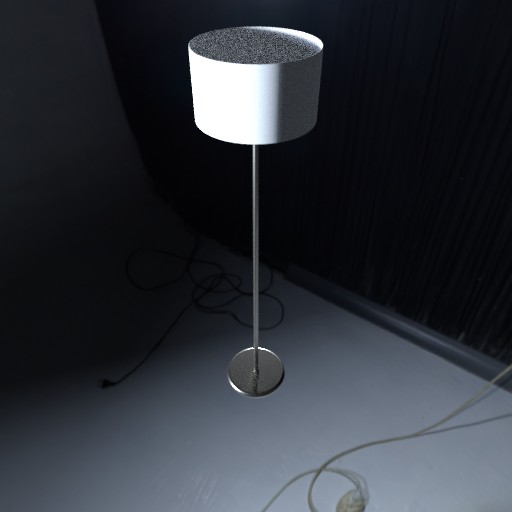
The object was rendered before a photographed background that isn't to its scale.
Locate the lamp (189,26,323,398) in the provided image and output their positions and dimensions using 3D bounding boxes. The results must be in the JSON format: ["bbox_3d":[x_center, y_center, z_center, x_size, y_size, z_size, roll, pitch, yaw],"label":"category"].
[{"bbox_3d":[0.000,0.000,1.614,0.347,1.443,0.347,25,46,26],"label":"lamp"}]
